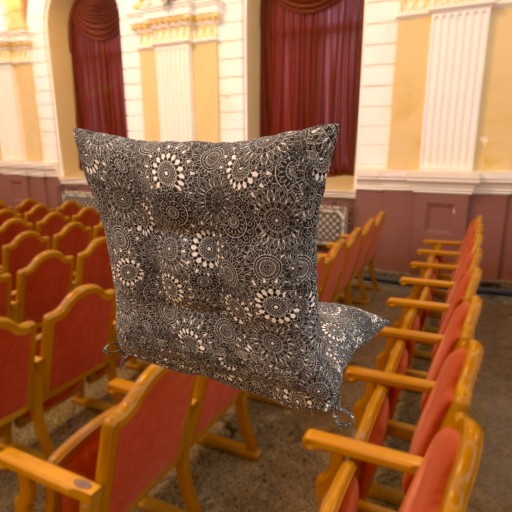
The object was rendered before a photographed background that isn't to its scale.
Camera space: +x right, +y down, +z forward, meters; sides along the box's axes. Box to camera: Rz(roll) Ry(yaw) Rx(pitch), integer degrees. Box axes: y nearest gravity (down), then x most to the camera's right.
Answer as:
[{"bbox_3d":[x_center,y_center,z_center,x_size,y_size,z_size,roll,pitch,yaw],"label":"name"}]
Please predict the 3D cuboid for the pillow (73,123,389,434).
[{"bbox_3d":[0.000,0.000,0.981,0.541,0.536,0.585,7,15,26],"label":"pillow"}]
